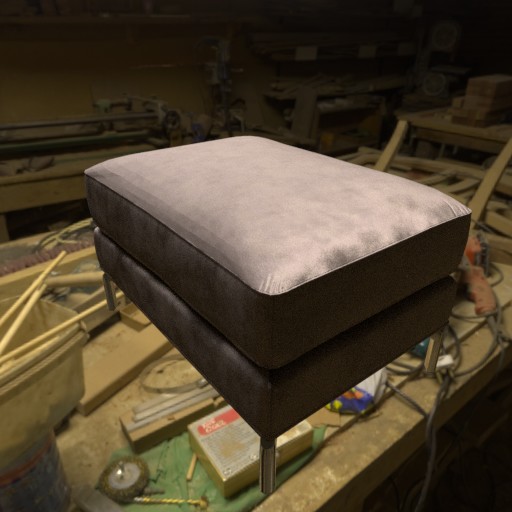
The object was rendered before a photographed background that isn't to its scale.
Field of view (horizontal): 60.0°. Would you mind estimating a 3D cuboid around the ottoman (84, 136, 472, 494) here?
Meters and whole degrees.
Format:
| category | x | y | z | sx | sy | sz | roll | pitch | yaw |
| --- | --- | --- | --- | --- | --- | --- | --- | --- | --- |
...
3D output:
| category | x | y | z | sx | sy | sz | roll | pitch | yaw |
| --- | --- | --- | --- | --- | --- | --- | --- | --- | --- |
| ottoman | 0.000 | 0.000 | 1.020 | 0.520 | 0.456 | 0.719 | -20 | 33 | -33 |
